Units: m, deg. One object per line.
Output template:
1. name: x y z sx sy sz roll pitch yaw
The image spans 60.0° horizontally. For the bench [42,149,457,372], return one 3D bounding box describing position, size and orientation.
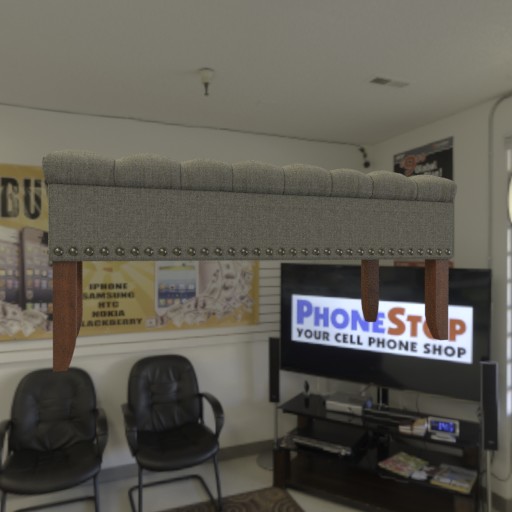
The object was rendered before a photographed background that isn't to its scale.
1. bench: 0.000 0.000 1.250 1.052 0.470 0.417 0 0 -19
